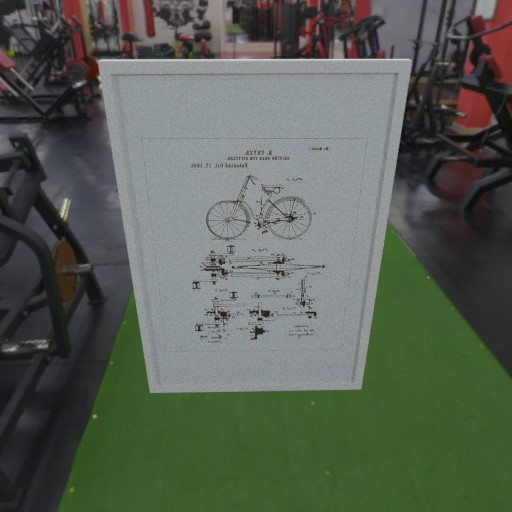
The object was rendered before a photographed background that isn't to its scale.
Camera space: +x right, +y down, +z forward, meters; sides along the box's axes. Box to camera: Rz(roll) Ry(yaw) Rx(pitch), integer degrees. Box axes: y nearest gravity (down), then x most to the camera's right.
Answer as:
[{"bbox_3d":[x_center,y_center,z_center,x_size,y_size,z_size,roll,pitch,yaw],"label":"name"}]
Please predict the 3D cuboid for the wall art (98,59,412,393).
[{"bbox_3d":[0.000,0.000,0.588,0.332,0.477,0.015,-1,29,-1],"label":"wall art"}]
